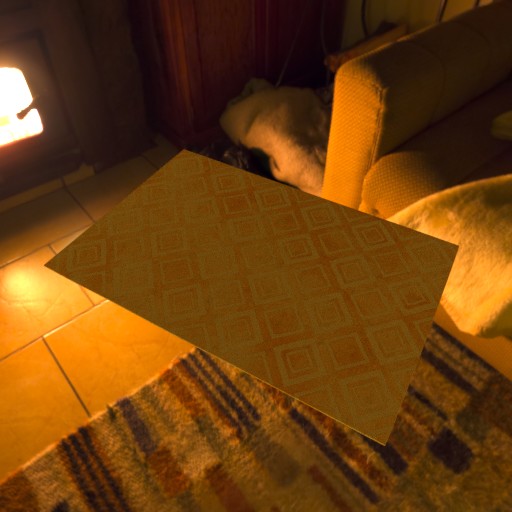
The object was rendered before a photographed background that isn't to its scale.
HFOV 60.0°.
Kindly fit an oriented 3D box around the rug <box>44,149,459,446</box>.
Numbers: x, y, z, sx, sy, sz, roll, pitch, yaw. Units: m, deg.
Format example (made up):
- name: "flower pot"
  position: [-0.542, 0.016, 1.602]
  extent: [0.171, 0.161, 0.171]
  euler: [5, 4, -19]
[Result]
- name: "rug"
  position: [0.000, 0.000, 2.331]
  extent: [1.829, 0.010, 1.213]
  euler: [23, 51, 20]
